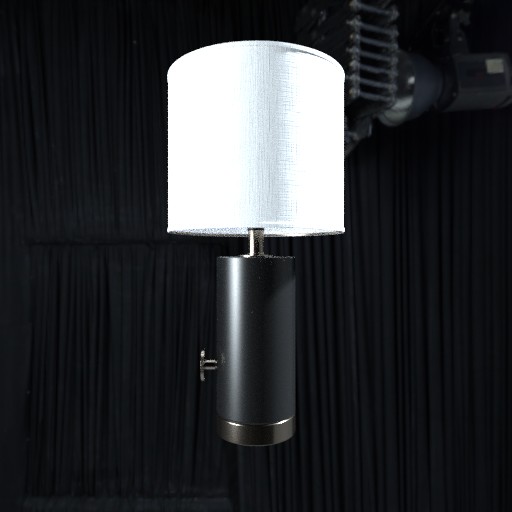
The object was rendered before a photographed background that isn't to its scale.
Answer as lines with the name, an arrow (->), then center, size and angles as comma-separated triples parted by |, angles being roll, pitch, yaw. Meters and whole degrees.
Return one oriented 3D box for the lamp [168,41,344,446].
lamp -> 0.000, 0.000, 0.616 | 0.240, 0.482, 0.241 | 0, 0, -1
